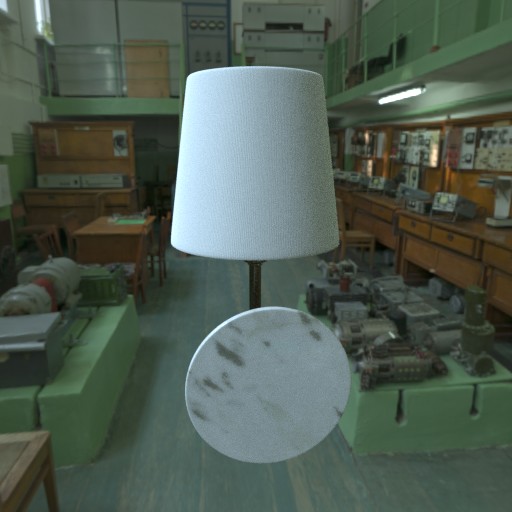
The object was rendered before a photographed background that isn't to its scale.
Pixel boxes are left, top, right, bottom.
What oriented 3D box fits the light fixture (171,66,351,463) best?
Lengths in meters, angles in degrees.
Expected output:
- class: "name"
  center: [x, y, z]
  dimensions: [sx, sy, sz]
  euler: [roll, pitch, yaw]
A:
- class: "light fixture"
  center: [0.000, 0.000, 0.446]
  dimensions: [0.168, 0.337, 0.188]
  euler: [-2, 14, -7]
